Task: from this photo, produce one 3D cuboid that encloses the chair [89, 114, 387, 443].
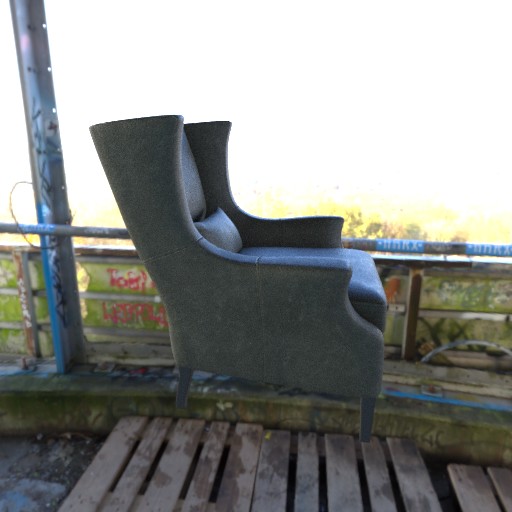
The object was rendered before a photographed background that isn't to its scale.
[{"bbox_3d":[0.000,0.000,1.701,0.926,1.016,0.853,2,16,9],"label":"chair"}]
